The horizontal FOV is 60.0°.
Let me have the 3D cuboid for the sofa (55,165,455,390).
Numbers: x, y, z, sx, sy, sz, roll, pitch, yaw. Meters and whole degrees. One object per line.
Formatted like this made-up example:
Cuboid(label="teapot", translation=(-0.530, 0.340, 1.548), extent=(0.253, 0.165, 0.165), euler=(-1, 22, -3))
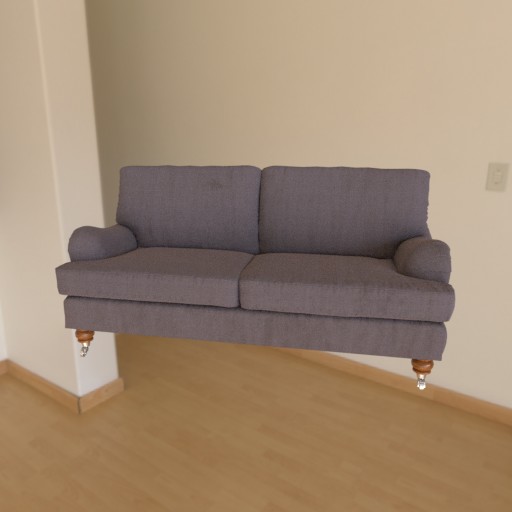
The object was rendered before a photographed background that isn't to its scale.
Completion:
Cuboid(label="sofa", translation=(0.000, 0.000, 2.775), extent=(2.165, 1.087, 1.086), euler=(3, 15, 11))
